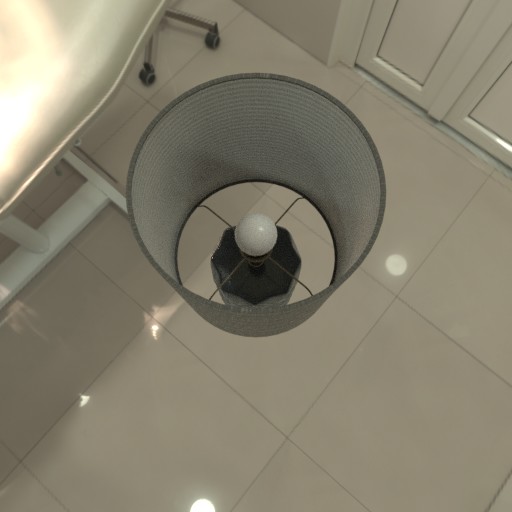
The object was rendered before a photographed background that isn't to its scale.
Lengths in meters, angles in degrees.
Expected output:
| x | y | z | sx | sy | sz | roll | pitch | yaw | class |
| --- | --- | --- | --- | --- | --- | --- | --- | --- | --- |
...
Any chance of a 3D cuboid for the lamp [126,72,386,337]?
| x | y | z | sx | sy | sz | roll | pitch | yaw | class |
| --- | --- | --- | --- | --- | --- | --- | --- | --- | --- |
| 0.000 | 0.000 | 0.731 | 0.269 | 0.566 | 0.268 | 39 | 78 | 10 | lamp |
